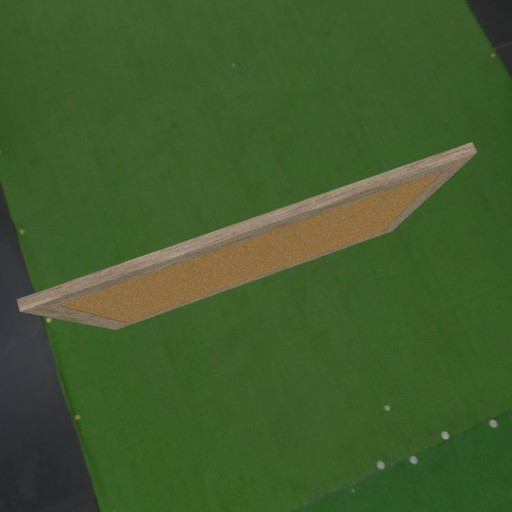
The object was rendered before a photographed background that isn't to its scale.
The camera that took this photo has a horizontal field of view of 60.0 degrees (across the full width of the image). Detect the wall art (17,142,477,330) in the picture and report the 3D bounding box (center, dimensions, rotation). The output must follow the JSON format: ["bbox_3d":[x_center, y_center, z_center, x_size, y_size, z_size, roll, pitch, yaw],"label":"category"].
[{"bbox_3d":[0.000,0.000,0.946,0.780,0.480,0.021,-19,78,-4],"label":"wall art"}]
